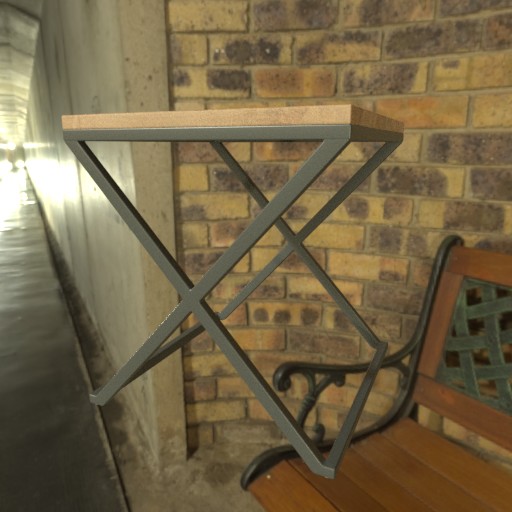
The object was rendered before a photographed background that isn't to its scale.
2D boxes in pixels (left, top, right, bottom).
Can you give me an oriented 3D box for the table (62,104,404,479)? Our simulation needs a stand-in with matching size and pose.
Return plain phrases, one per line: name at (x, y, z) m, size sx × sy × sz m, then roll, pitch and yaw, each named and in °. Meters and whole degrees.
table at (0.000, 0.000, 0.930) m, size 0.498 × 0.550 × 0.499 m, roll 6°, pitch 15°, yaw 24°
